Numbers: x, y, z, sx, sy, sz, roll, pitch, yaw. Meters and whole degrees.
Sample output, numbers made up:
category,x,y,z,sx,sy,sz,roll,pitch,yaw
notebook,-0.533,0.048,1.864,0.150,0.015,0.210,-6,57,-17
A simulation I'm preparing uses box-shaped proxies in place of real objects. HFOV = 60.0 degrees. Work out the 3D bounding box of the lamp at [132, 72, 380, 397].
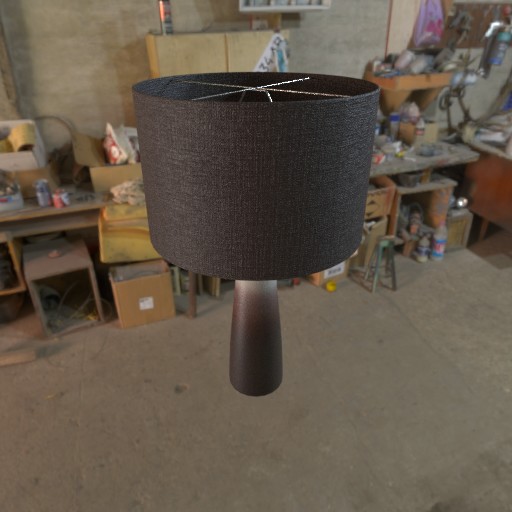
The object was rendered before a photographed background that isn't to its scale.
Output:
category,x,y,z,sx,sy,sz,roll,pitch,yaw
lamp,0.000,0.000,0.669,0.303,0.488,0.303,0,28,0
